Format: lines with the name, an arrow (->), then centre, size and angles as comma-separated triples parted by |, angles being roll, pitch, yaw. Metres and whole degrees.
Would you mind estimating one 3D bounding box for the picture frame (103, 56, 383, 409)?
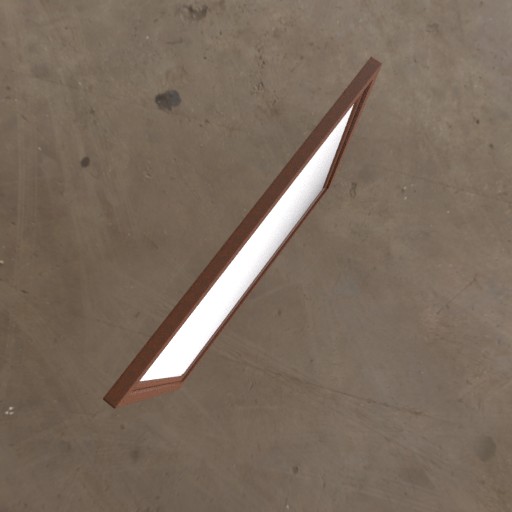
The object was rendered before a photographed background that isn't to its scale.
picture frame -> 0.000, 0.000, 1.808 | 0.045, 1.018, 1.329 | 36, 79, 8
